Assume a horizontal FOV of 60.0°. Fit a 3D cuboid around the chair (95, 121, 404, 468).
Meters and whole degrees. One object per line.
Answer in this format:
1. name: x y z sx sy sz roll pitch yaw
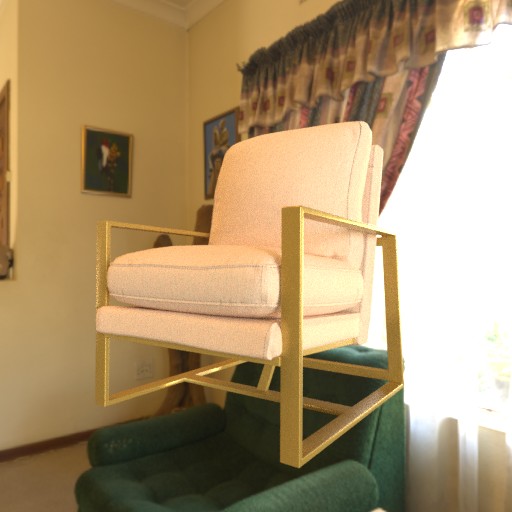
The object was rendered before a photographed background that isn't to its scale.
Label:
1. chair: 0.000 0.000 1.511 0.758 0.956 0.813 0 0 36
